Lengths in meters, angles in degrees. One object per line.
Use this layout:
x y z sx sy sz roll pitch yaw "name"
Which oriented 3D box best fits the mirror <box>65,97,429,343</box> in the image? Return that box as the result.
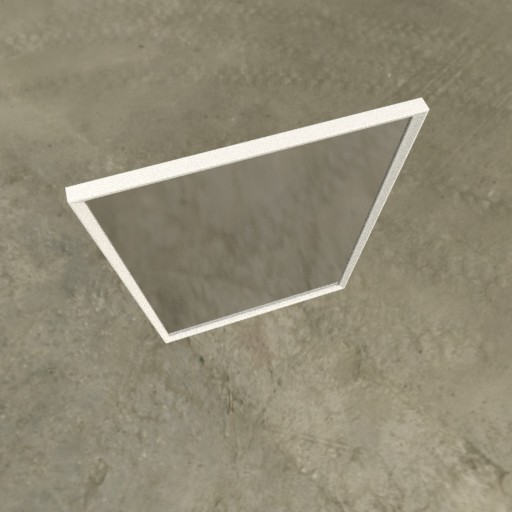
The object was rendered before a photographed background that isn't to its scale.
0.000 0.000 1.354 0.762 1.016 0.041 -16 65 -8 "mirror"
